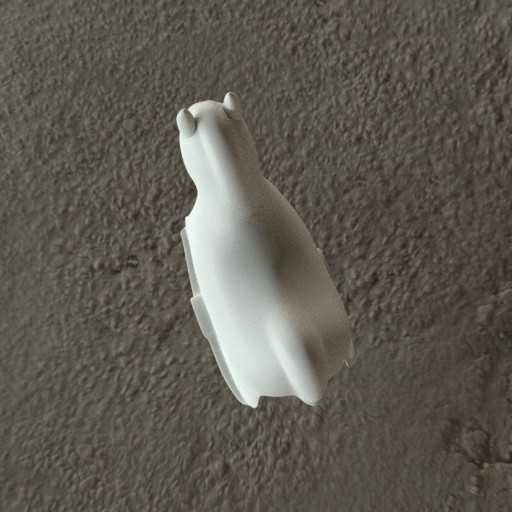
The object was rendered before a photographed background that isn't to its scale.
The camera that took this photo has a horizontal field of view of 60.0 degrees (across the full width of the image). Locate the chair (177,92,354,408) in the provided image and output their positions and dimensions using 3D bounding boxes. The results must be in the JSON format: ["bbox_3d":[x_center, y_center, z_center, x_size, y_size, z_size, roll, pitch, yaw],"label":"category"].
[{"bbox_3d":[0.000,0.000,1.141,0.429,0.612,0.800,-21,77,-5],"label":"chair"}]
